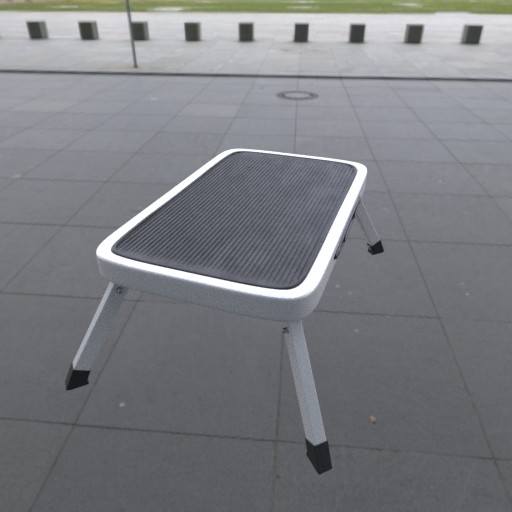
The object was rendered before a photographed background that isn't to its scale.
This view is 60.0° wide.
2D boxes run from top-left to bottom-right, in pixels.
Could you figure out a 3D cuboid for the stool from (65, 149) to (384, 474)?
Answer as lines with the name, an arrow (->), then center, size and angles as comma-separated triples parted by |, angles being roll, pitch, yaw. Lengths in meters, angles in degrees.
stool -> 0.000, 0.000, 0.611 | 0.320, 0.170, 0.460 | 11, 33, 17
